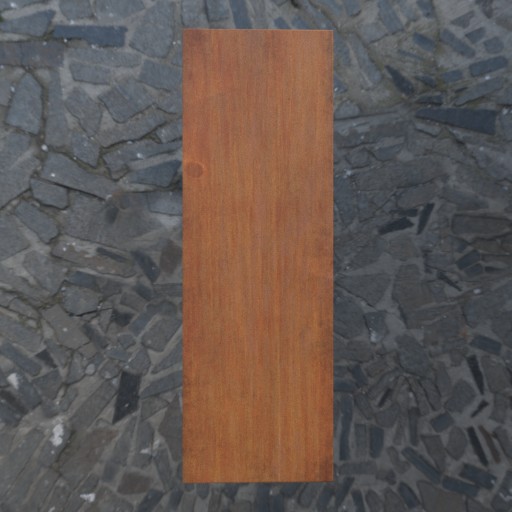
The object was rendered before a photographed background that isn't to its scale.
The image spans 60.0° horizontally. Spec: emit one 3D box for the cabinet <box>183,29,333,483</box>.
[{"bbox_3d":[0.000,0.000,1.579,0.403,0.805,1.204,0,90,-1],"label":"cabinet"}]
